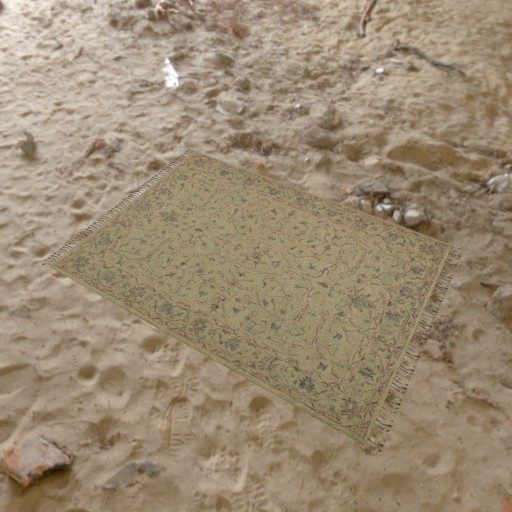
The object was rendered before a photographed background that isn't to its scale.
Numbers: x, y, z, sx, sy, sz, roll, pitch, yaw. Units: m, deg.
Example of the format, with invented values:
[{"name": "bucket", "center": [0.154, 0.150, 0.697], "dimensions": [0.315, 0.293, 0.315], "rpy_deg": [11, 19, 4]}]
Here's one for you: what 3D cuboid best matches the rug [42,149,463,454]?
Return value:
[{"name": "rug", "center": [0.000, 0.000, 2.284], "dimensions": [1.802, 0.008, 1.247], "rpy_deg": [24, 51, 21]}]
